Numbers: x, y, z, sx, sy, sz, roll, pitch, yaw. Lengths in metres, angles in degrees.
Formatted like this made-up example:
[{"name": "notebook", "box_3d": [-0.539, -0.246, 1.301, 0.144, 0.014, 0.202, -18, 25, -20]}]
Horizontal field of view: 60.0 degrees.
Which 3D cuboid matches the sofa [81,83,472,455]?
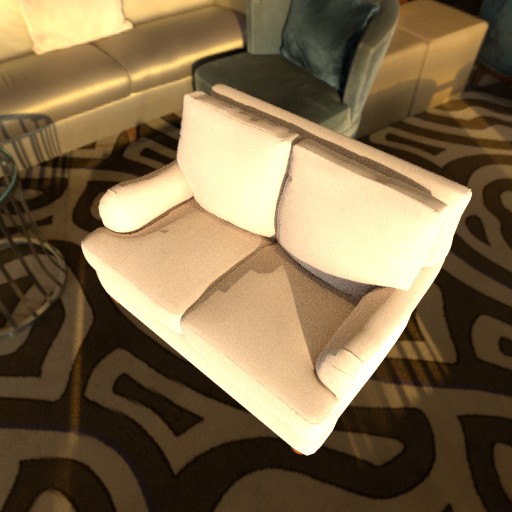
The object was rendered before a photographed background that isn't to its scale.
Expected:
[{"name": "sofa", "box_3d": [0.000, 0.000, 2.180, 1.508, 1.048, 1.087, 32, 55, 26]}]
